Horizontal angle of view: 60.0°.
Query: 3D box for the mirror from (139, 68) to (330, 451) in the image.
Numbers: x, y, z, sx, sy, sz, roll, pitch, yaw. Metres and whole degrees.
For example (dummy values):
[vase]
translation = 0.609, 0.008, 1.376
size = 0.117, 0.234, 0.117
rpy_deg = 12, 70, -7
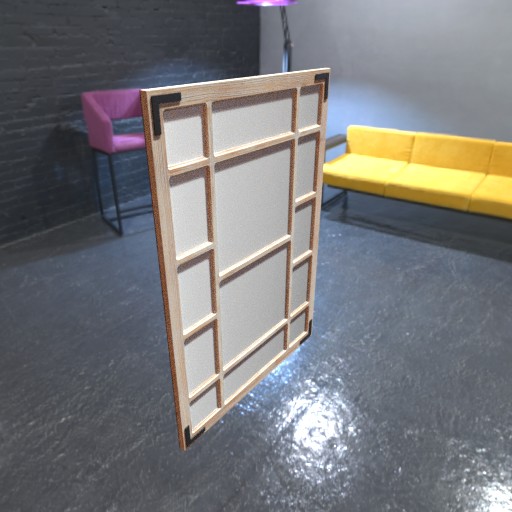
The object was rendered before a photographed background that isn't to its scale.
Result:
[mirror]
translation = 0.000, 0.000, 1.322
size = 0.025, 0.996, 0.705
rpy_deg = 20, 33, 33
